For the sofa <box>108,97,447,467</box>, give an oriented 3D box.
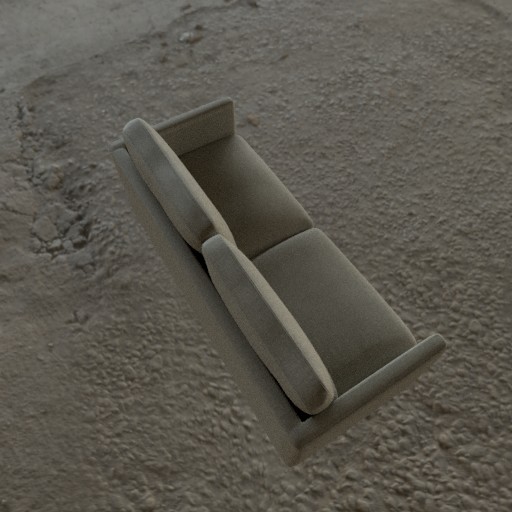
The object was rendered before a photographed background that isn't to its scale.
[{"bbox_3d":[0.000,0.000,2.768,0.956,0.960,2.208,-28,63,-16],"label":"sofa"}]
